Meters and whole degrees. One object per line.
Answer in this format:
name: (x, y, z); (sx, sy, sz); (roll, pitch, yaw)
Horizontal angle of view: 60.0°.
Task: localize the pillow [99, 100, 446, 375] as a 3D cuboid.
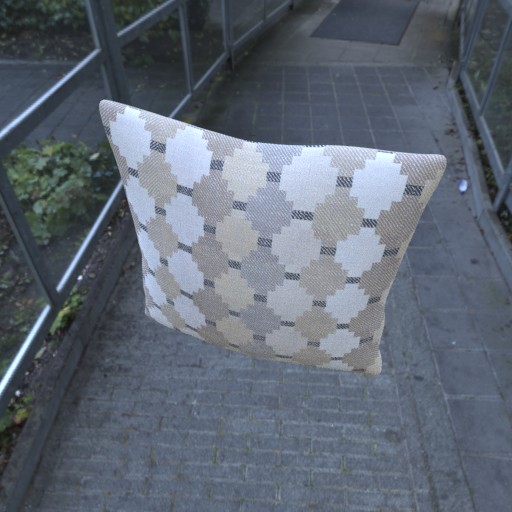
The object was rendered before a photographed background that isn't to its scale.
pillow: (0.000, 0.000, 0.867); (0.578, 0.558, 0.192); (12, 43, 13)
